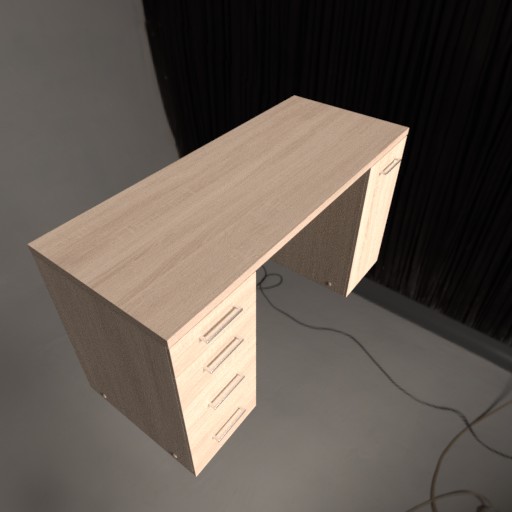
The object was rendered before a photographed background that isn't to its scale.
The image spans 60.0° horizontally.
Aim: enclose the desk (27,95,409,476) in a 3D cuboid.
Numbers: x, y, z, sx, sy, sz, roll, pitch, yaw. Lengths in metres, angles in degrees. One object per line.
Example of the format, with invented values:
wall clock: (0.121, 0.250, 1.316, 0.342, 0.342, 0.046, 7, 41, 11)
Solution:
desk: (0.000, 0.000, 1.795, 0.600, 0.740, 1.390, 27, 48, 27)
